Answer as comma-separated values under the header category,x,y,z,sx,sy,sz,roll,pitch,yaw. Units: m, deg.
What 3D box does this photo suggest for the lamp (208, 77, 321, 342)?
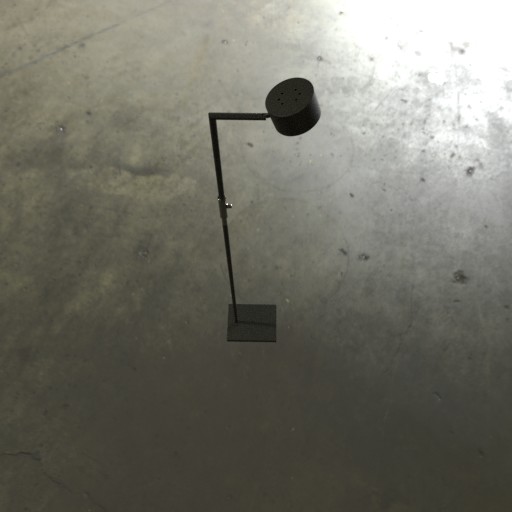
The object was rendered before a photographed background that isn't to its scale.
category,x,y,z,sx,sy,sz,roll,pitch,yaw
lamp,0.000,0.000,1.692,0.304,1.600,0.203,1,62,0
